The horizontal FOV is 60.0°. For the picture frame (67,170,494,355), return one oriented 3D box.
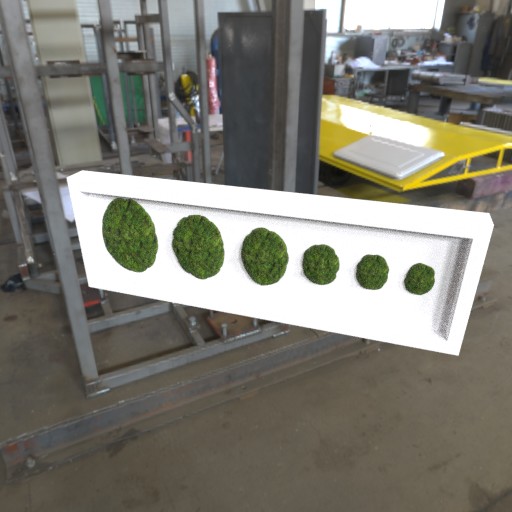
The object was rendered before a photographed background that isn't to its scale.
[{"bbox_3d":[0.000,0.000,0.841,0.759,0.250,0.050,8,29,16],"label":"picture frame"}]
